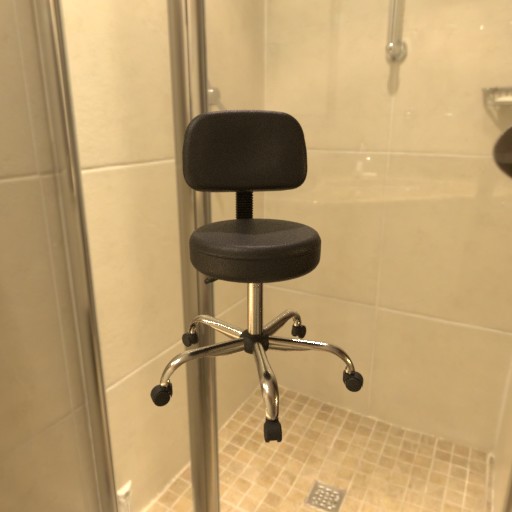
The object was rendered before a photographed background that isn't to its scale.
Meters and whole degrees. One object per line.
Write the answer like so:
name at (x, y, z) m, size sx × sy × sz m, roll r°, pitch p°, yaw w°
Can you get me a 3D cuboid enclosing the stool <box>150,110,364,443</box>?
stool at (0.000, 0.000, 1.352) m, size 0.673 × 0.862 × 0.648 m, roll -2°, pitch 17°, yaw -8°
